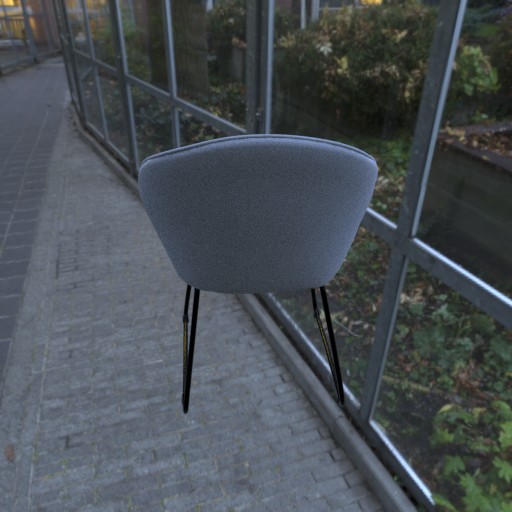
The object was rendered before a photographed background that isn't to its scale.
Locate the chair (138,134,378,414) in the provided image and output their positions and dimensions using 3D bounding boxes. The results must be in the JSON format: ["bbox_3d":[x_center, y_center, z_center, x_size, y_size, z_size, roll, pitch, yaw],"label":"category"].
[{"bbox_3d":[0.000,0.000,1.208,0.570,0.817,0.592,-2,31,-4],"label":"chair"}]
